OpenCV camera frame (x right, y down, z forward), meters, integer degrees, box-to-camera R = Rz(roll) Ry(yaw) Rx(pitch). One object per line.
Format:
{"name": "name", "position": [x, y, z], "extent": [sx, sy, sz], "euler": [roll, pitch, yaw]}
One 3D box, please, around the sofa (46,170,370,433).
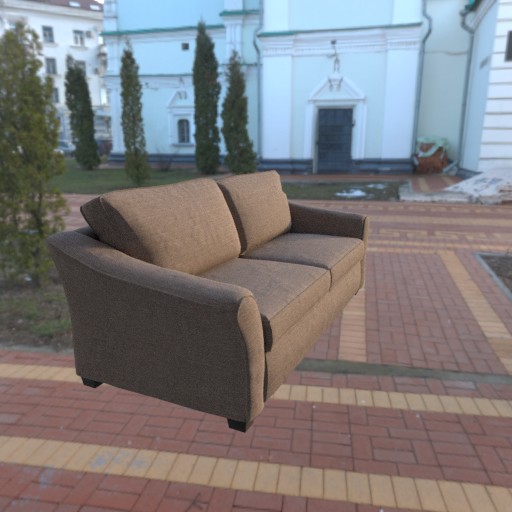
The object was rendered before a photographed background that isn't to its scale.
{"name": "sofa", "position": [0.000, 0.000, 2.762], "extent": [0.980, 0.965, 2.270], "euler": [7, 16, 25]}
